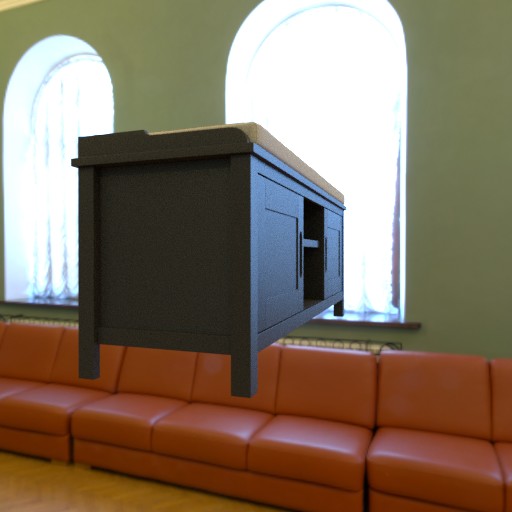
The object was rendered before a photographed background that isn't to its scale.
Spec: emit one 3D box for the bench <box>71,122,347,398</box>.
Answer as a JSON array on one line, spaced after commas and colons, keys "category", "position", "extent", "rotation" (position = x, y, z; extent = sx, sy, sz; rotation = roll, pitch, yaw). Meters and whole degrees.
[{"category": "bench", "position": [0.000, 0.000, 1.378], "extent": [0.398, 0.501, 1.140], "rotation": [0, 0, 20]}]
